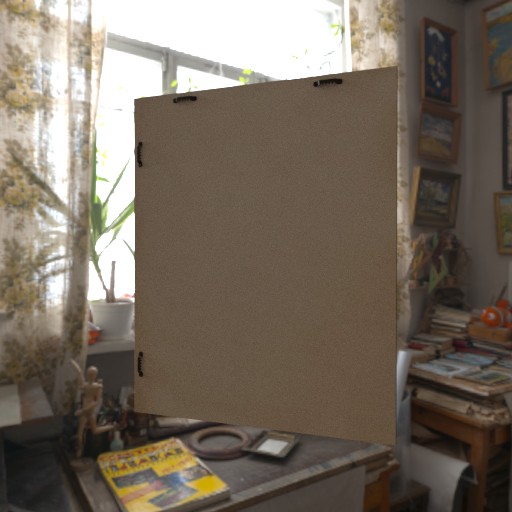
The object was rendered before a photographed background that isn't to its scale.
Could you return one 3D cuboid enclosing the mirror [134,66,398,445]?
[{"bbox_3d":[0.000,0.000,0.669,0.405,0.508,0.041,0,1,18],"label":"mirror"}]
